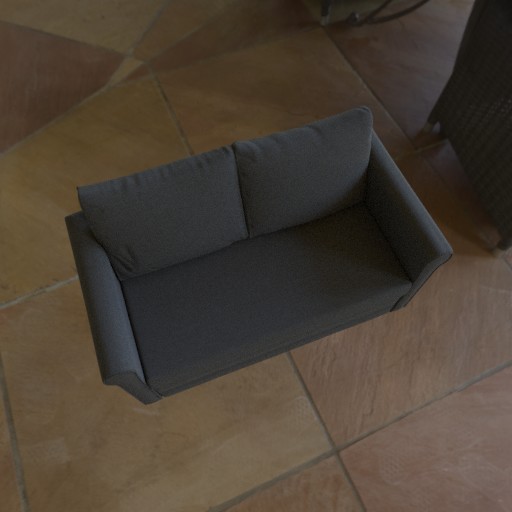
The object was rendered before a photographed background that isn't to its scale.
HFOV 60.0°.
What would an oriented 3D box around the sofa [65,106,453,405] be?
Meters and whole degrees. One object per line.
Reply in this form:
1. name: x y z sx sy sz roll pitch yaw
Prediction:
1. sofa: 0.000 0.000 1.993 1.460 0.872 0.741 -19 64 -9
